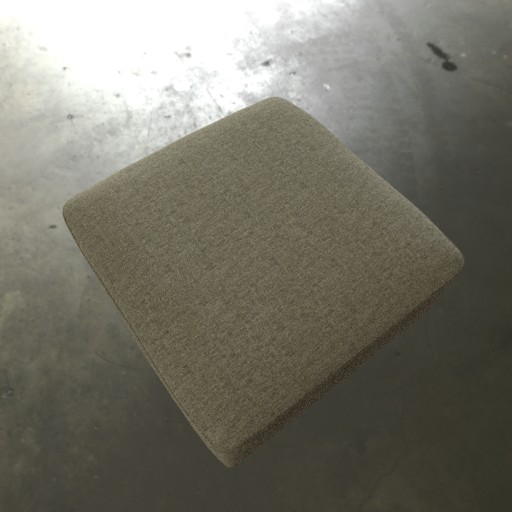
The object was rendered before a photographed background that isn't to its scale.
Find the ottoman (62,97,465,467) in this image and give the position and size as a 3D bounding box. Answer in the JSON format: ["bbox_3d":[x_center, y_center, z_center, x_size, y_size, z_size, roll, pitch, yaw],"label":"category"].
[{"bbox_3d":[0.000,0.000,1.638,1.035,0.526,1.039,-33,64,-18],"label":"ottoman"}]
